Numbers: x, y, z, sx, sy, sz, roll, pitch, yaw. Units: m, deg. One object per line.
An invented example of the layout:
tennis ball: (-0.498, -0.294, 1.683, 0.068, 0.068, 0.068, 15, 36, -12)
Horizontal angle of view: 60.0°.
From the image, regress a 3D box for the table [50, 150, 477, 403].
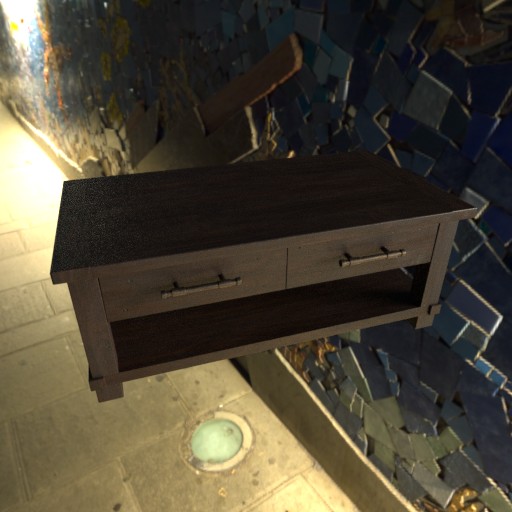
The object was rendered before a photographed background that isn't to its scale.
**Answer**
table: (0.000, 0.000, 1.640, 1.270, 0.494, 0.700, -9, 31, -16)
